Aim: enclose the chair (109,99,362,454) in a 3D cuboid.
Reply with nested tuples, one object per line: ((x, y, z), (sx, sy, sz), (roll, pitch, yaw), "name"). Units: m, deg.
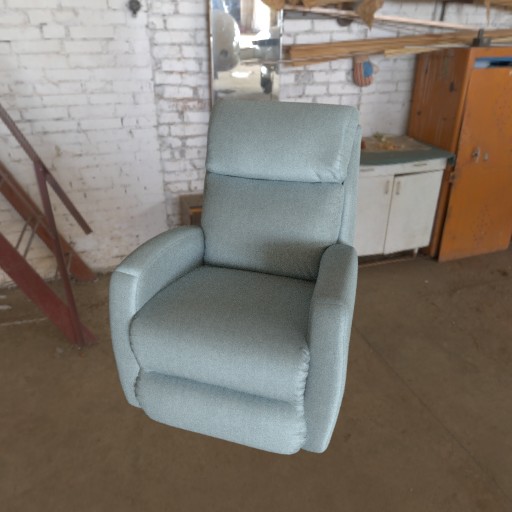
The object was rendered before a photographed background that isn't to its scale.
((0.000, 0.000, 1.669), (0.794, 1.016, 0.940), (8, 29, 15), "chair")
